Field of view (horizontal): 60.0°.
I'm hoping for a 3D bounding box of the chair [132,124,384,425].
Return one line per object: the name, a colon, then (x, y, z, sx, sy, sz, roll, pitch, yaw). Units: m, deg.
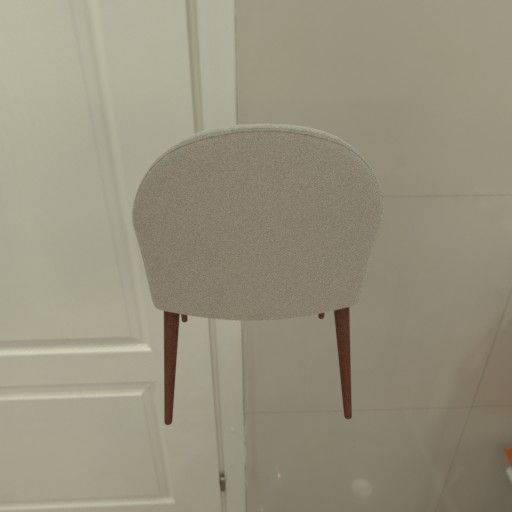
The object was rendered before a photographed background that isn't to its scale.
chair: (0.000, 0.000, 1.289, 0.610, 0.889, 0.620, -1, 30, -2)
